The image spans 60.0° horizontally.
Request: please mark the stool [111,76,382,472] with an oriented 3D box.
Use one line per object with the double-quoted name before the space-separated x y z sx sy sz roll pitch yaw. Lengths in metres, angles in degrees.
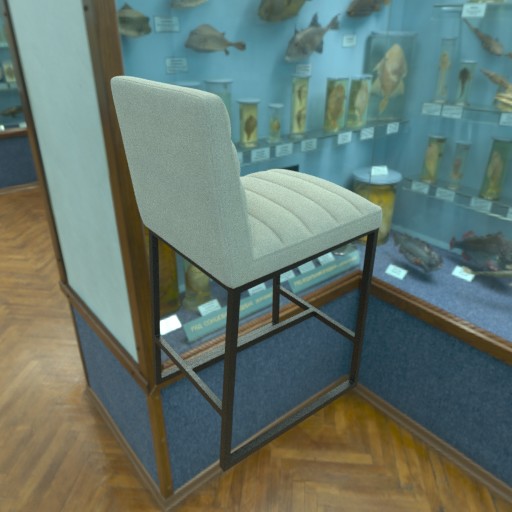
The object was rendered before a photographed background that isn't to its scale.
"stool" 0.000 0.000 1.278 0.567 0.971 0.459 -19 33 -32
